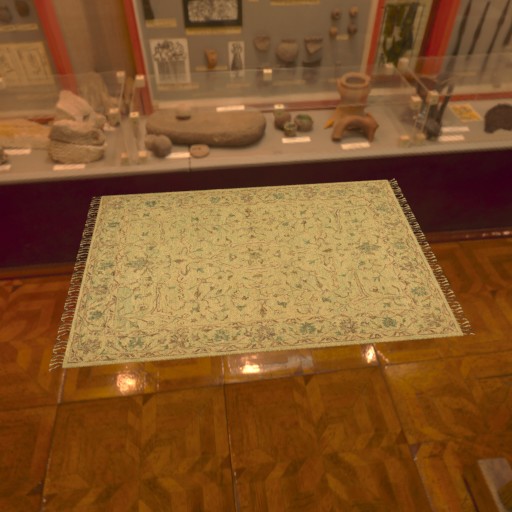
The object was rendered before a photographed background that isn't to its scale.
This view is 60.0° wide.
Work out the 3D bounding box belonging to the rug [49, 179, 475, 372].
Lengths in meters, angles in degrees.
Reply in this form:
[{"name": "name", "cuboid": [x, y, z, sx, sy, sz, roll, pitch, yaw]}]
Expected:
[{"name": "rug", "cuboid": [0.000, 0.000, 3.033, 2.435, 0.010, 1.544, -4, 47, -4]}]
